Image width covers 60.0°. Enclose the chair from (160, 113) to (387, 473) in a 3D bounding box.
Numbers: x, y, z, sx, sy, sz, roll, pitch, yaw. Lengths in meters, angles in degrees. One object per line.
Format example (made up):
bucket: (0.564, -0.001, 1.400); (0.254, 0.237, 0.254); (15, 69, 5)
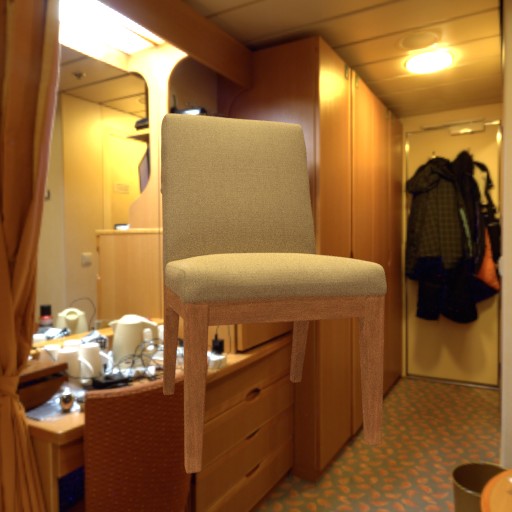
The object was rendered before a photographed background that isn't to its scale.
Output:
chair: (0.000, 0.000, 1.264); (0.507, 0.911, 0.586); (-1, 2, -17)
